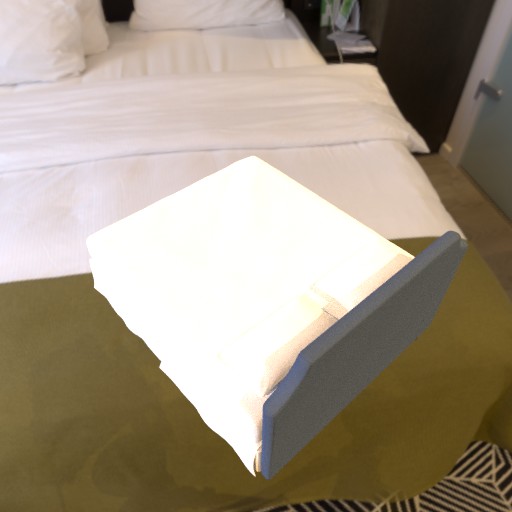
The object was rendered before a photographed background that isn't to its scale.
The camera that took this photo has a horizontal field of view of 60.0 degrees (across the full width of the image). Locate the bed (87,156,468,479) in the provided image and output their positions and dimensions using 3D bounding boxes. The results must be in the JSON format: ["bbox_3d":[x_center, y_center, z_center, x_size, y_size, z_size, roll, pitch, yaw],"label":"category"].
[{"bbox_3d":[0.000,0.000,4.150,2.350,1.488,2.773,-32,54,-27],"label":"bed"}]
